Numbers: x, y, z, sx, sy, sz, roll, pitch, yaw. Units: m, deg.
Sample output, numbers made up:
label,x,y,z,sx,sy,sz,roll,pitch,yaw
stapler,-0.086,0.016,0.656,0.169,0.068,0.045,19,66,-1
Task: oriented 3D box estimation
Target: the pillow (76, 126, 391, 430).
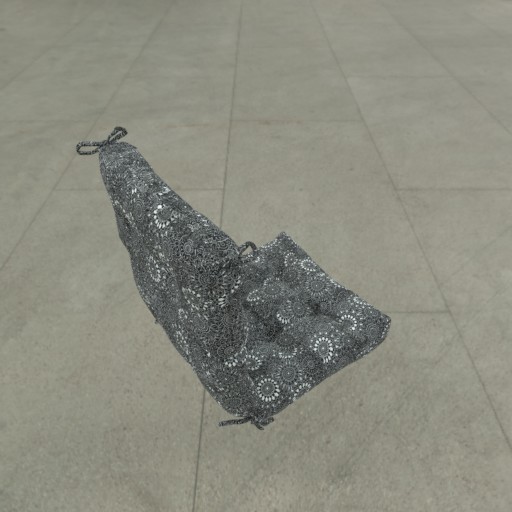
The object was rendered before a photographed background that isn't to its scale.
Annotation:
label,x,y,z,sx,sy,sz,roll,pitch,yaw
pillow,0.000,0.000,1.061,0.571,0.605,0.519,-25,47,-26
